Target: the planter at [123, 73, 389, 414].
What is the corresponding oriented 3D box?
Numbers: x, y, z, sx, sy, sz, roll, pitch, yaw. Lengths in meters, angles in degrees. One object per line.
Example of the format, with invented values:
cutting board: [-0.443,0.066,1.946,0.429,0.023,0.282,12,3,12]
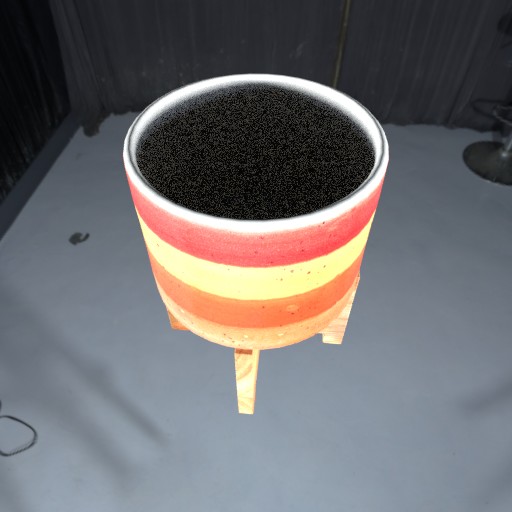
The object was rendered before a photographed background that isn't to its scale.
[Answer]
planter: [0.000,0.000,0.421,0.199,0.268,0.199,0,49,0]
